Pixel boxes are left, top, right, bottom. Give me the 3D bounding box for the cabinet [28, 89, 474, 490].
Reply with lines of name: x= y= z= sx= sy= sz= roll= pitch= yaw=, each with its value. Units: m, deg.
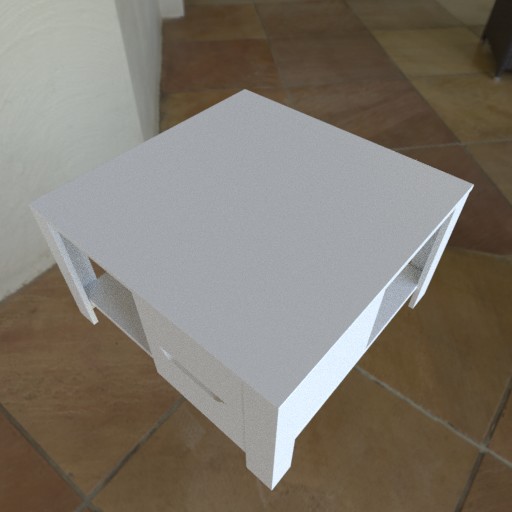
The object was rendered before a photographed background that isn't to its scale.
cabinet: x=0.000 y=0.000 z=1.288 sx=0.800 sy=0.460 sz=0.800 roll=32 pitch=55 yaw=27
